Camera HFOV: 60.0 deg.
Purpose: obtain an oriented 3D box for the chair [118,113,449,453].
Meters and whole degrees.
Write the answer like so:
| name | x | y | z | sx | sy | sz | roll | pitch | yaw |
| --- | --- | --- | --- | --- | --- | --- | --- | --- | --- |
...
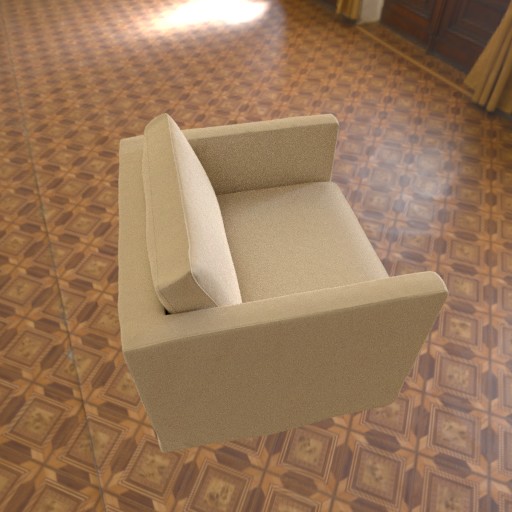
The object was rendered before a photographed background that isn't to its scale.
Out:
| name | x | y | z | sx | sy | sz | roll | pitch | yaw |
| --- | --- | --- | --- | --- | --- | --- | --- | --- | --- |
| chair | 0.000 | 0.000 | 1.726 | 0.947 | 0.851 | 1.057 | -9 | 47 | -8 |
